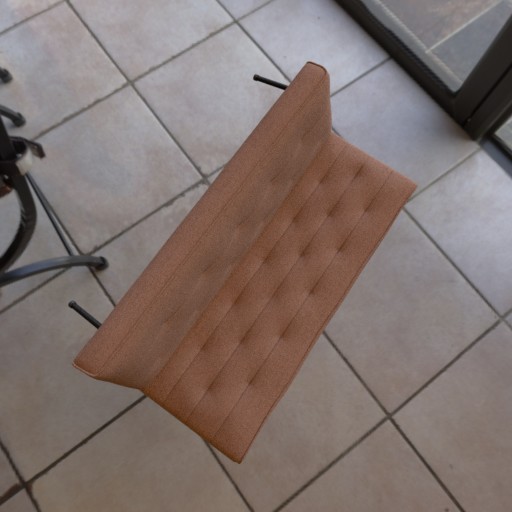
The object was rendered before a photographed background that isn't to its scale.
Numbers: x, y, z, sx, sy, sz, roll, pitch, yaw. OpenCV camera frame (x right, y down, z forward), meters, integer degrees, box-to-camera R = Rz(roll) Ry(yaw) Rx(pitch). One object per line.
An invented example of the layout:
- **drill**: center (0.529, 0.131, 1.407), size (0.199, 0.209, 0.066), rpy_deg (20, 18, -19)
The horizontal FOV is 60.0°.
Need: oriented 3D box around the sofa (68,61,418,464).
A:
- **sofa**: center (0.000, 0.000, 2.336), size (1.038, 0.810, 1.820), rpy_deg (34, 77, 9)
